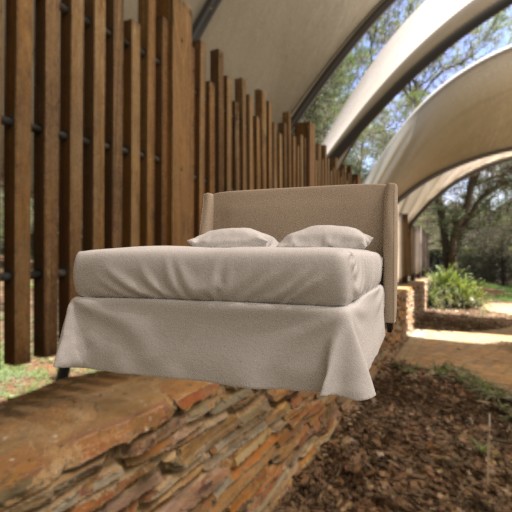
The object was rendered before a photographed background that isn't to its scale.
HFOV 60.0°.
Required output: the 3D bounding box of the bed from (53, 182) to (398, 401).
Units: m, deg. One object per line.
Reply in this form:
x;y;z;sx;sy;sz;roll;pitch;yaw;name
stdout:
0.000;0.000;3.313;1.925;1.332;2.276;0;0;20;bed
